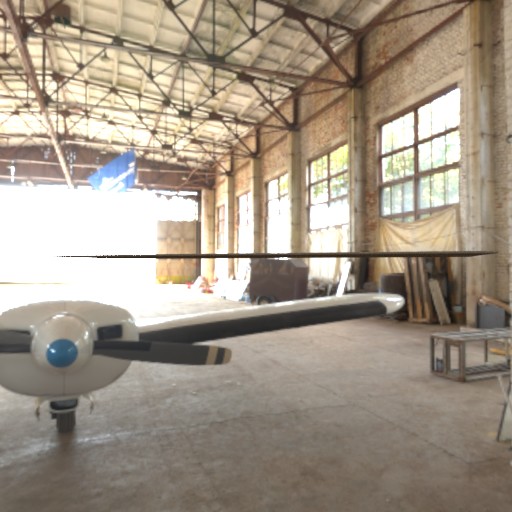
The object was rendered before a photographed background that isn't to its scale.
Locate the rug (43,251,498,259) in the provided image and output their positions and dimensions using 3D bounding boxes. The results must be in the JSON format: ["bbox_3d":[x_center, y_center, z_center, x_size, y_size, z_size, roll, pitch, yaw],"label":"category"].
[{"bbox_3d":[0.000,0.000,2.378,2.196,0.011,0.662,0,-2,17],"label":"rug"}]
